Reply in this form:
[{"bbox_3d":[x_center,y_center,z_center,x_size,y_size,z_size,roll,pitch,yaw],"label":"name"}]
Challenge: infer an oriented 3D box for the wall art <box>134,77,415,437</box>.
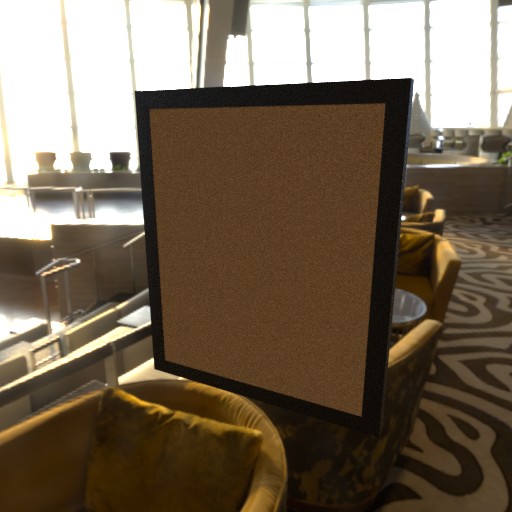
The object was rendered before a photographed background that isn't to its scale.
[{"bbox_3d":[0.000,0.000,0.707,0.432,0.508,0.025,8,18,26],"label":"wall art"}]
